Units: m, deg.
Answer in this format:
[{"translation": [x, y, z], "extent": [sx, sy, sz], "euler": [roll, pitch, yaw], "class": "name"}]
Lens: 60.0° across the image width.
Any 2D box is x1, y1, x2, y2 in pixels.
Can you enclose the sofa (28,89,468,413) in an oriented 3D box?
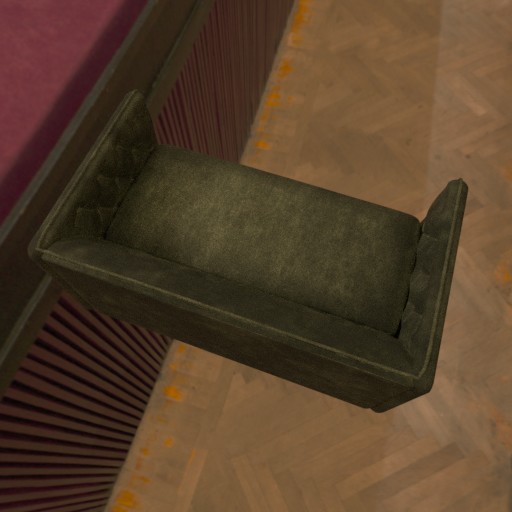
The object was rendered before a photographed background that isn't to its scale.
[{"translation": [0.000, 0.000, 2.032], "extent": [1.537, 0.768, 0.895], "euler": [18, 66, 8], "class": "sofa"}]
